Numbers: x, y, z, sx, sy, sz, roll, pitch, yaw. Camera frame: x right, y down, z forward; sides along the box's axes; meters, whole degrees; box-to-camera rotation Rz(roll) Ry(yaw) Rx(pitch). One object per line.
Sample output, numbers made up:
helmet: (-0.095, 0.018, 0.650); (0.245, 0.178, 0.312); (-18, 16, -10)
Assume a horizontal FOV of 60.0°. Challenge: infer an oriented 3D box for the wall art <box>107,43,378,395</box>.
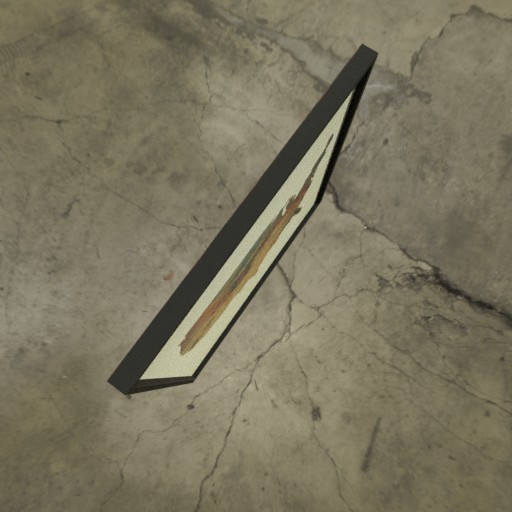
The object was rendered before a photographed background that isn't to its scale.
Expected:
wall art: (0.000, 0.000, 1.138); (0.038, 0.762, 0.762); (34, 78, 8)
